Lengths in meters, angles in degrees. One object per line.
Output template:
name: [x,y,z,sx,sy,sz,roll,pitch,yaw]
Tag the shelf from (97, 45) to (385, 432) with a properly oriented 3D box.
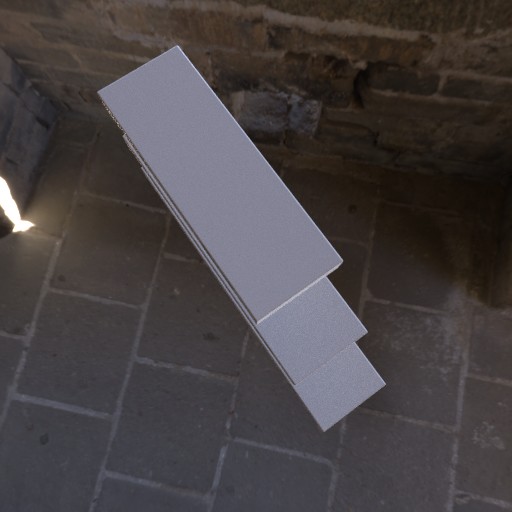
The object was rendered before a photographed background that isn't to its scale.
shelf: [0.000,0.000,0.737,0.140,0.293,0.610,-34,79,-8]
